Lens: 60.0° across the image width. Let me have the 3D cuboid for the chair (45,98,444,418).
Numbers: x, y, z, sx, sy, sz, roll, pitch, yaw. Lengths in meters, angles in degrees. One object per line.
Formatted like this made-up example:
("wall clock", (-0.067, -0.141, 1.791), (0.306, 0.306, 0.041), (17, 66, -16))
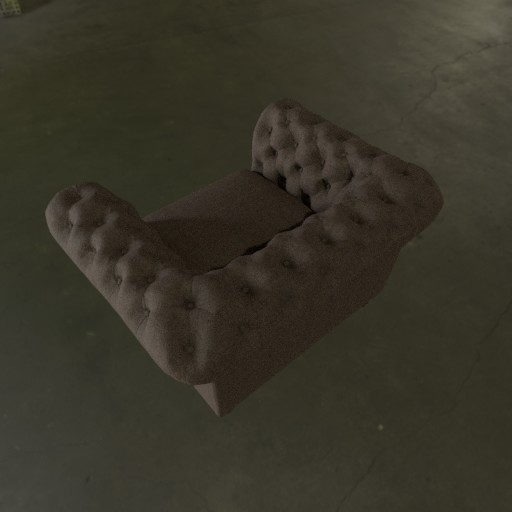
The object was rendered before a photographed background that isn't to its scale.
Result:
("chair", (0.000, 0.000, 1.884), (1.298, 0.780, 0.945), (-31, 54, -27))
